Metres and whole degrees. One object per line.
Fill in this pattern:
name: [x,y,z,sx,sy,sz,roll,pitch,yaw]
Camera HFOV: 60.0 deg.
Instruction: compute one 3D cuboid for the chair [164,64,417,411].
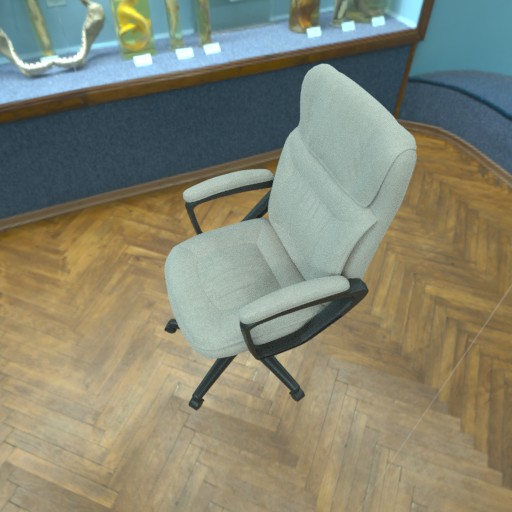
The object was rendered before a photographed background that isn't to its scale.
chair: [0.000,0.000,1.551,0.724,1.105,0.667,-17,50,-15]
